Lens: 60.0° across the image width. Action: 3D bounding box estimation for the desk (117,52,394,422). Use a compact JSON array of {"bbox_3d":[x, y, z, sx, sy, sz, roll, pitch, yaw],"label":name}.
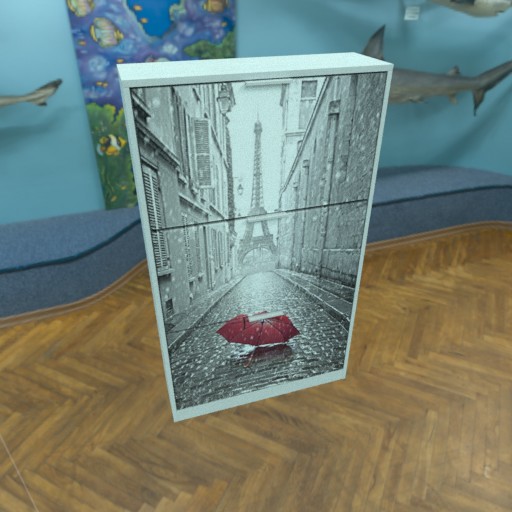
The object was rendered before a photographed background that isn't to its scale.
[{"bbox_3d":[0.000,0.000,1.594,0.750,1.280,0.250,-10,34,-15],"label":"desk"}]
